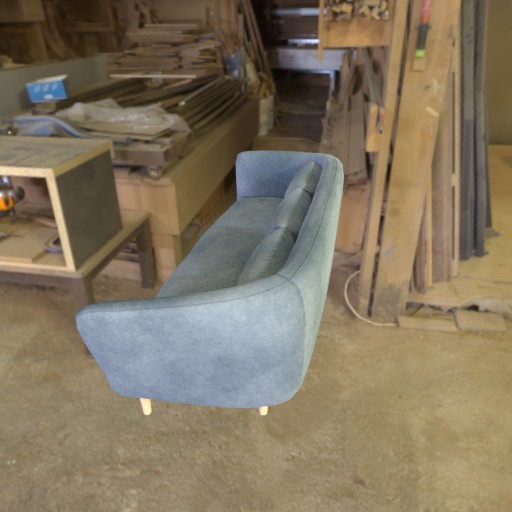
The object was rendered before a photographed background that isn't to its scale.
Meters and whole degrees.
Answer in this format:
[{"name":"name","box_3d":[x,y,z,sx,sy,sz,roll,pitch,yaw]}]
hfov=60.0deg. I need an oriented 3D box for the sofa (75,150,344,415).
[{"name":"sofa","box_3d":[0.000,0.000,2.502,0.849,0.795,2.095,7,30,12]}]
